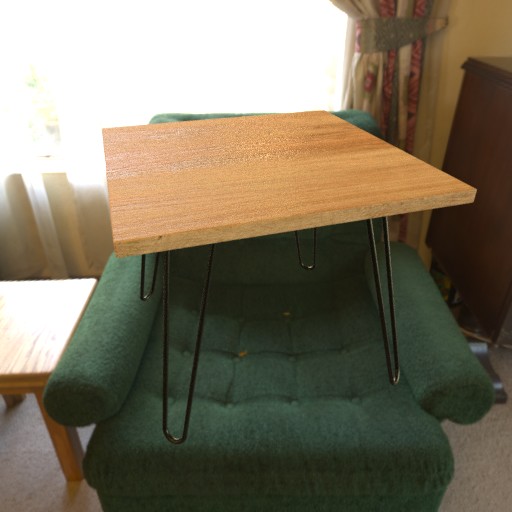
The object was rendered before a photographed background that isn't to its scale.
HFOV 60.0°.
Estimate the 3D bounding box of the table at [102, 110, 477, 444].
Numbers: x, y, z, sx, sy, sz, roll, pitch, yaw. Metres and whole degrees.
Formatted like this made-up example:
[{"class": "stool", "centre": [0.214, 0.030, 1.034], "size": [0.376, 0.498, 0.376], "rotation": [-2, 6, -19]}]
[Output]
[{"class": "table", "centre": [0.000, 0.000, 1.048], "size": [0.599, 0.500, 0.599], "rotation": [-10, 33, -15]}]
